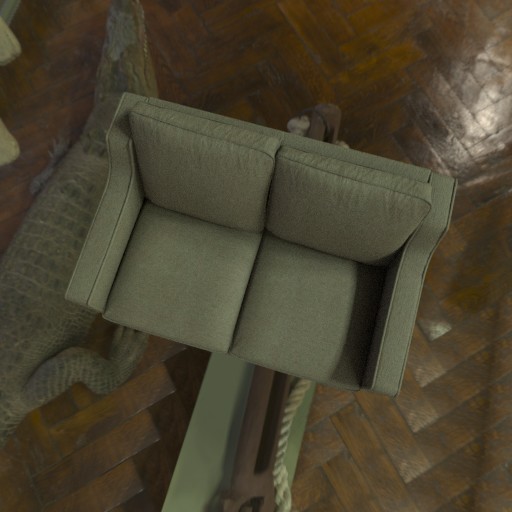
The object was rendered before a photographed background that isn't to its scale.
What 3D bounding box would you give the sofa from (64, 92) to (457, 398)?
[{"bbox_3d":[0.000,0.000,2.138,1.503,0.981,0.985,16,77,4],"label":"sofa"}]
